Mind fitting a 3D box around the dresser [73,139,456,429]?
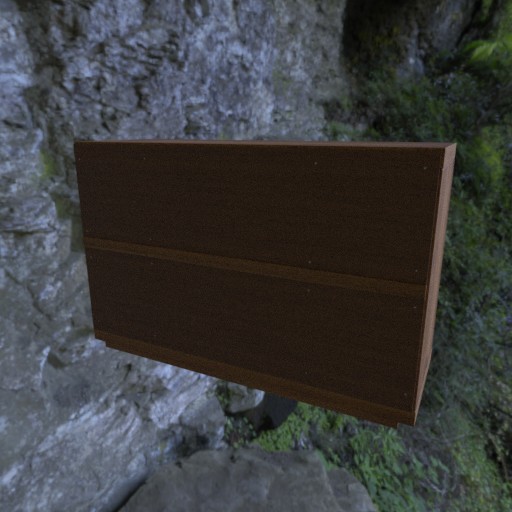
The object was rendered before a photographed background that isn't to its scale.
[{"bbox_3d":[0.000,0.000,1.656,1.261,0.825,0.479,8,18,25],"label":"dresser"}]
